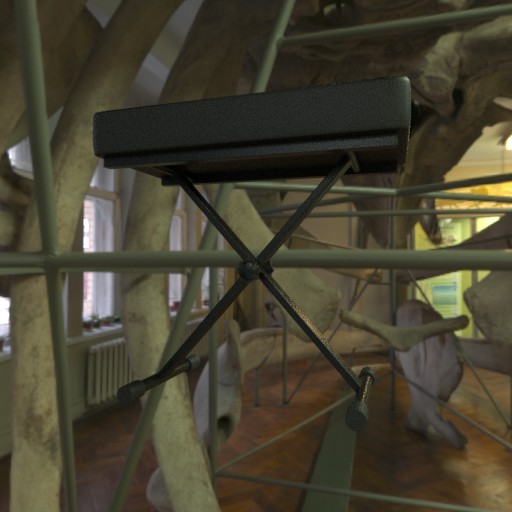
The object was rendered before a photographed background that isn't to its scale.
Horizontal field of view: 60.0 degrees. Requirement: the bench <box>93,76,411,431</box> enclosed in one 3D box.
[{"bbox_3d":[0.000,0.000,0.915,0.600,0.561,0.300,0,-1,18],"label":"bench"}]
